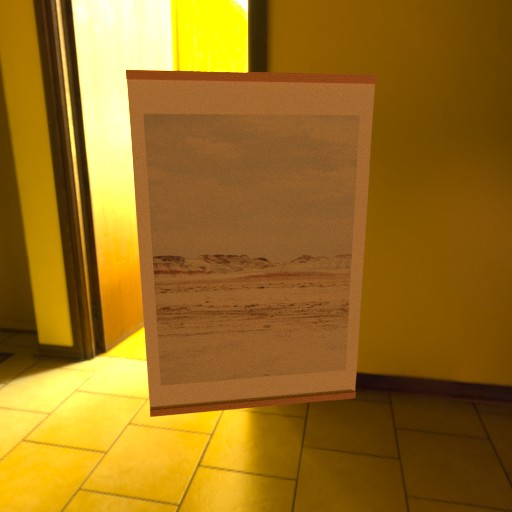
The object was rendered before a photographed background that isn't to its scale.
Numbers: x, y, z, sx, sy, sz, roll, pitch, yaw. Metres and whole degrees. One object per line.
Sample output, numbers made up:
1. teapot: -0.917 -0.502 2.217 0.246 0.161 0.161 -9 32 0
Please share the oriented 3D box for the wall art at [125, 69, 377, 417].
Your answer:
1. wall art: 0.000 0.000 1.974 1.011 1.521 0.025 -2 15 -8
